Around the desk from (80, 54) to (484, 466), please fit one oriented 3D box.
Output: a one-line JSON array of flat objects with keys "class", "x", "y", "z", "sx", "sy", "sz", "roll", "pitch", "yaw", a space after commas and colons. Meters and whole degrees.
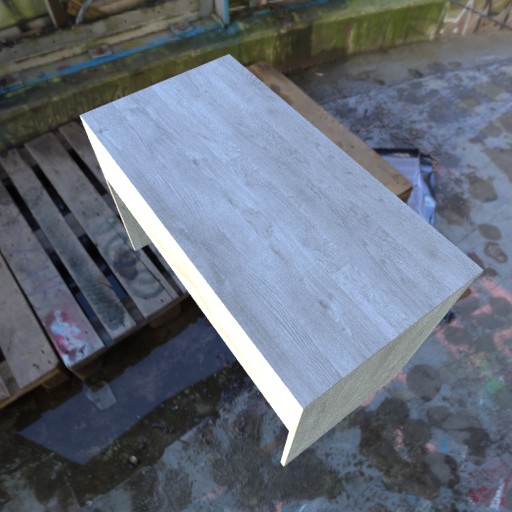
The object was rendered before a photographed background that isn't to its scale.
[{"class": "desk", "x": 0.000, "y": 0.000, "z": 1.526, "sx": 0.560, "sy": 0.730, "sz": 1.100, "roll": -31, "pitch": 62, "yaw": -19}]
